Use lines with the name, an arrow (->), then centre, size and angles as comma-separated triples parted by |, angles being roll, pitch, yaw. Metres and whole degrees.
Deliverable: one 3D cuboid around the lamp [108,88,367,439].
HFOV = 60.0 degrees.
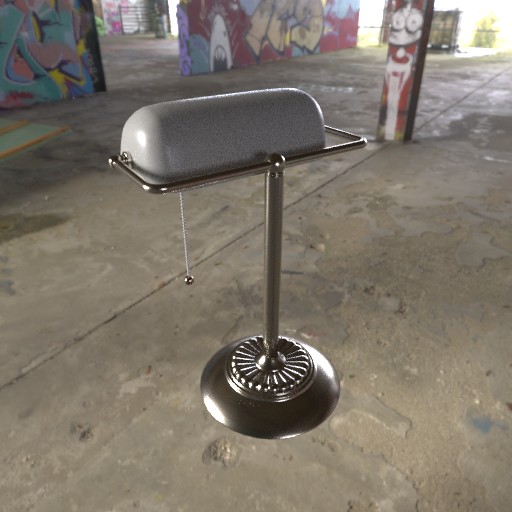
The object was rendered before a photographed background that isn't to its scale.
lamp -> 0.000, 0.000, 0.509 | 0.264, 0.339, 0.243 | -19, 35, -29
